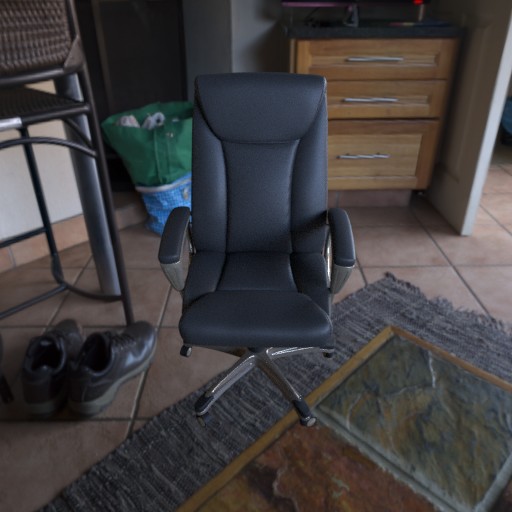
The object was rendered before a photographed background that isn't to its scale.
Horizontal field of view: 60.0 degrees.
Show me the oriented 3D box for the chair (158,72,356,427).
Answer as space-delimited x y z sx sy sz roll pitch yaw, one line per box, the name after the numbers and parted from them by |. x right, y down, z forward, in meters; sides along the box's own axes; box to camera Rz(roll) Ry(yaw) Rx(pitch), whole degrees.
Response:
0.000 0.000 1.632 0.694 1.188 0.748 1 30 1 | chair
